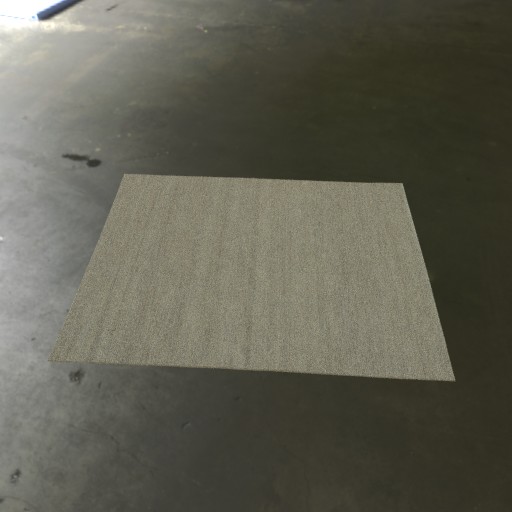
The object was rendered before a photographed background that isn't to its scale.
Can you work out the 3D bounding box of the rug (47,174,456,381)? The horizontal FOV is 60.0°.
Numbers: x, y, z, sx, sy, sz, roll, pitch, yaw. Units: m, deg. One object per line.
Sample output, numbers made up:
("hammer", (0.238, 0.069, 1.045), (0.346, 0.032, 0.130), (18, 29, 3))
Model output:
("rug", (0.000, 0.000, 4.823), (3.626, 0.051, 2.757), (2, 47, 2))
